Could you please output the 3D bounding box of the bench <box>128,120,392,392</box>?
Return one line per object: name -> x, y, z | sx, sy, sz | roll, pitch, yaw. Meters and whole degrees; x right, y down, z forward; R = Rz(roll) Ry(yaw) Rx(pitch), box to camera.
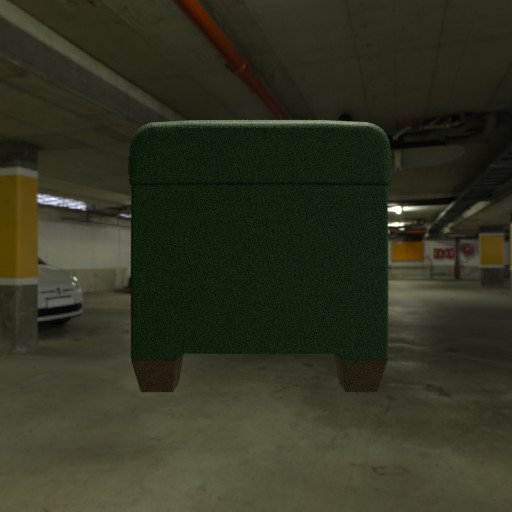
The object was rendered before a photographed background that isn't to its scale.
bench -> 0.000, 0.000, 1.269 | 0.505, 0.501, 0.989 | 0, -1, 0
